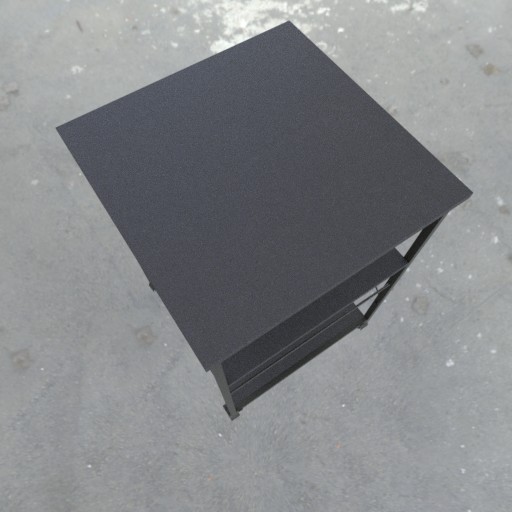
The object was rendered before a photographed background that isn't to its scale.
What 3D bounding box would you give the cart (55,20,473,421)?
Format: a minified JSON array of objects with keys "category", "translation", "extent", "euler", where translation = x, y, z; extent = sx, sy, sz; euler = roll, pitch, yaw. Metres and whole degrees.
[{"category":"cart","translation":[0.000,0.000,1.107],"extent":[0.520,0.762,0.521],"euler":[-31,68,-14]}]
